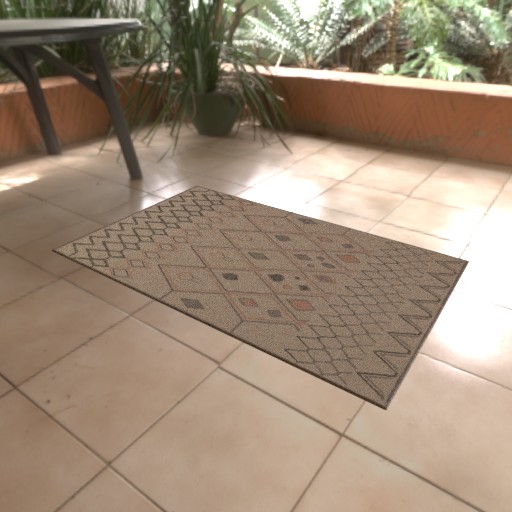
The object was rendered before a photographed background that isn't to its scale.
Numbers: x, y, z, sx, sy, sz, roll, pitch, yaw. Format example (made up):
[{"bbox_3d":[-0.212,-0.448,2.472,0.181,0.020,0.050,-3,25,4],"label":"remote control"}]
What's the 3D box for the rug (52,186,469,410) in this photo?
[{"bbox_3d":[0.000,0.000,3.045,2.438,0.015,1.524,19,35,30],"label":"rug"}]
